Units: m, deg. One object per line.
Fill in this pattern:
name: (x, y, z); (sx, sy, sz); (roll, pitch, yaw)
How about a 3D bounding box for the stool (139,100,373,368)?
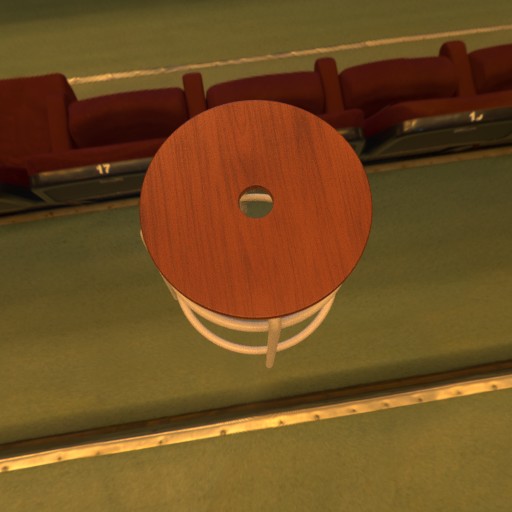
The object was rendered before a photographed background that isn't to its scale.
stool: (0.000, 0.000, 0.929); (0.455, 0.610, 0.455); (-9, 75, -2)
